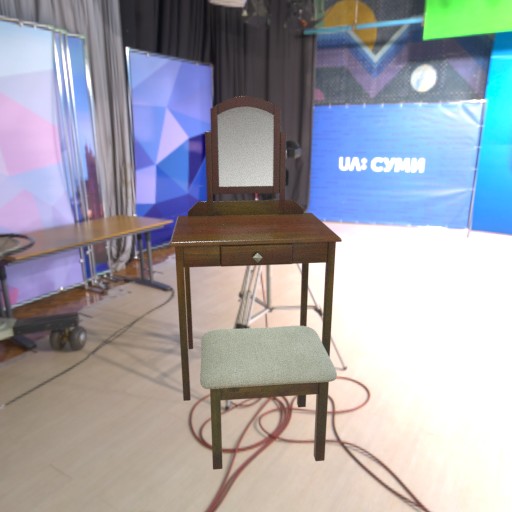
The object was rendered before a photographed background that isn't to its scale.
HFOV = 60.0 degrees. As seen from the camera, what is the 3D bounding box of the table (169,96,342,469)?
[{"bbox_3d":[0.000,0.000,2.321,0.876,1.631,1.211,-2,17,-6],"label":"table"}]
